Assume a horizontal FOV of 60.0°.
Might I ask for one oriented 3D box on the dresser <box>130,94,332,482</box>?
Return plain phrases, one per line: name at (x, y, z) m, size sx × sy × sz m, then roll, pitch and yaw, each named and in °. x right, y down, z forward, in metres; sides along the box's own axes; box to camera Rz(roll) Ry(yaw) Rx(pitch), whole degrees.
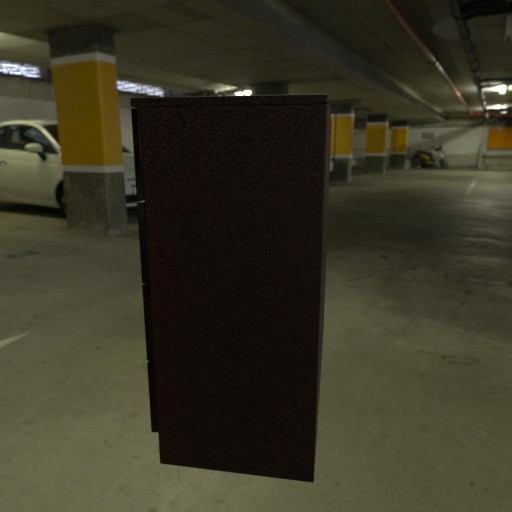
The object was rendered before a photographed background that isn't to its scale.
dresser at (0.000, 0.000, 1.172) m, size 0.360 × 0.720 × 0.750 m, roll 2°, pitch 14°, yaw 10°
